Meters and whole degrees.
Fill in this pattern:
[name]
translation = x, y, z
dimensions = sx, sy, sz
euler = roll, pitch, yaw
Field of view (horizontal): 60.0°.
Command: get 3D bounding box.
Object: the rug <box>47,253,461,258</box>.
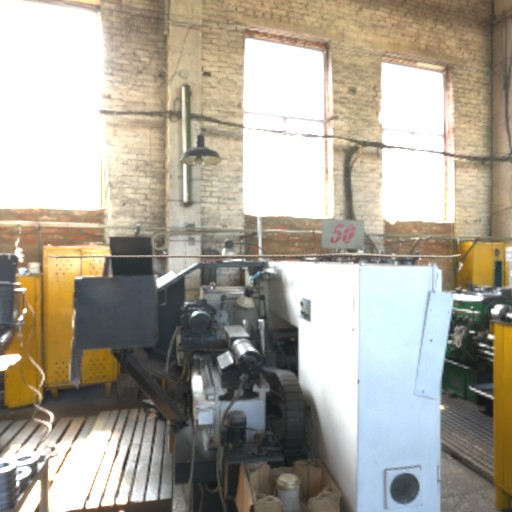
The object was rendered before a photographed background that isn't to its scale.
[rug]
translation = 0.000, 0.000, 3.929
dimensions = 2.897, 0.035, 2.277
euler = 0, 0, 37
